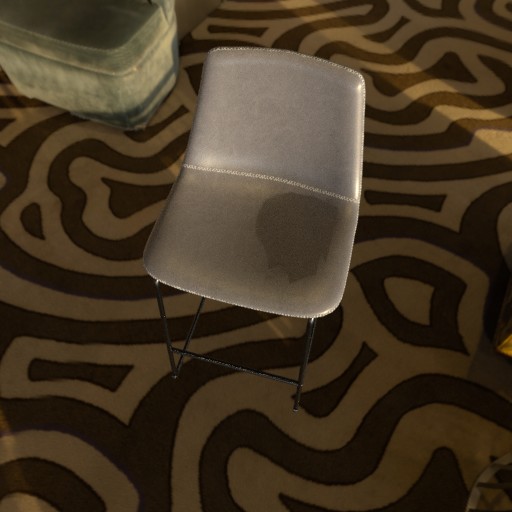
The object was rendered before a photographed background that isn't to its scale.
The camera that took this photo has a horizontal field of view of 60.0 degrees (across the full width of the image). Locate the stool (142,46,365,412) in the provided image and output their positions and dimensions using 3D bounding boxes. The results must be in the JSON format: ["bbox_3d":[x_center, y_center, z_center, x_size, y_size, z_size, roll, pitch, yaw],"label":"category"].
[{"bbox_3d":[0.000,0.000,1.193,0.470,0.876,0.546,13,59,8],"label":"stool"}]
